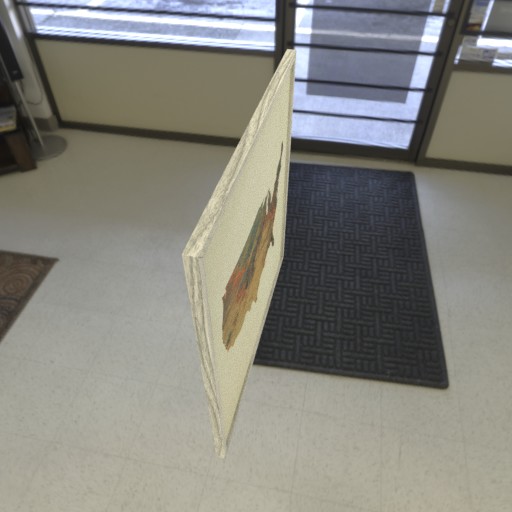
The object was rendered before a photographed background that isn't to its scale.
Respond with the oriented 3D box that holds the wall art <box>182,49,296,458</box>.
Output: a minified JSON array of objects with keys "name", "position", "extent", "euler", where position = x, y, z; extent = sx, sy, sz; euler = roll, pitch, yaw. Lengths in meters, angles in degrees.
[{"name":"wall art","position":[0.000,0.000,0.766],"extent":[0.016,0.507,0.508],"euler":[10,47,10]}]
